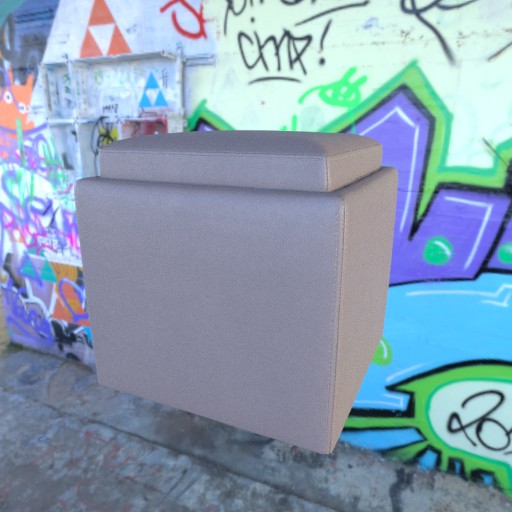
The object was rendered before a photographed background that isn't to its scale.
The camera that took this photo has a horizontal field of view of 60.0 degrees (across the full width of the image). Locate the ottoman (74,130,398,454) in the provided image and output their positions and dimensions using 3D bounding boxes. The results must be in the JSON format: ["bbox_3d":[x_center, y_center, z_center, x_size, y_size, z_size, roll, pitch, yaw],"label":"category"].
[{"bbox_3d":[0.000,0.000,0.843,0.450,0.460,0.451,8,18,24],"label":"ottoman"}]
